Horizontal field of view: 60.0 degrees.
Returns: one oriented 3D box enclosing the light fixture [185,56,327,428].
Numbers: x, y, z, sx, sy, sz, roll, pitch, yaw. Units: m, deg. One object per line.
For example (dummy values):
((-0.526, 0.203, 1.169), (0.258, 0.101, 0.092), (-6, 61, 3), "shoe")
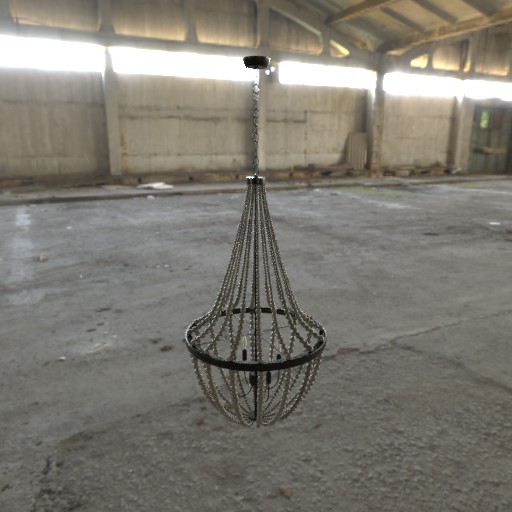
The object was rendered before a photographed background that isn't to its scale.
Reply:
((0.000, 0.000, 1.369), (0.450, 1.133, 0.450), (0, 14, 0), "light fixture")
